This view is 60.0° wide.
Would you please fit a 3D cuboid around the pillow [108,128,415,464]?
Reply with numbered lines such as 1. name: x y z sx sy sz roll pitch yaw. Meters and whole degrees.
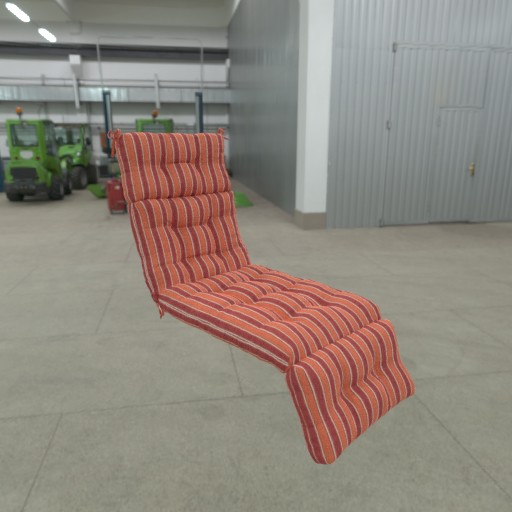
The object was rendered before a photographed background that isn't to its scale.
1. pillow: 0.000 0.000 1.517 1.016 0.863 0.526 14 20 43
